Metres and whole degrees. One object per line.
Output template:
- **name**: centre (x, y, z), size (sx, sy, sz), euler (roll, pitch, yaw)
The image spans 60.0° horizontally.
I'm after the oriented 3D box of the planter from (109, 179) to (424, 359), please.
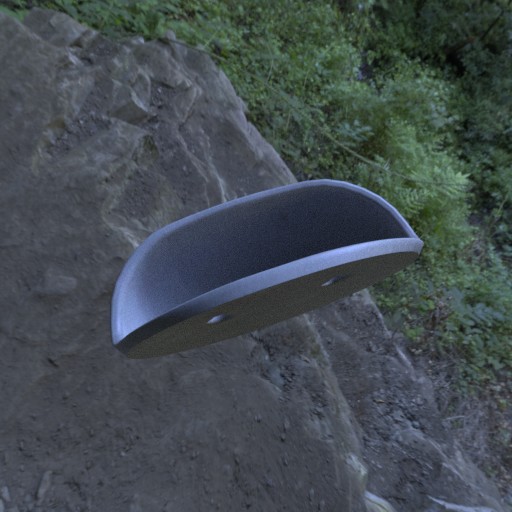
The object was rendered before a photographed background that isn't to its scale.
- **planter**: centre (0.000, 0.000, 0.275), size (0.190, 0.164, 0.073), euler (-18, 76, -5)
